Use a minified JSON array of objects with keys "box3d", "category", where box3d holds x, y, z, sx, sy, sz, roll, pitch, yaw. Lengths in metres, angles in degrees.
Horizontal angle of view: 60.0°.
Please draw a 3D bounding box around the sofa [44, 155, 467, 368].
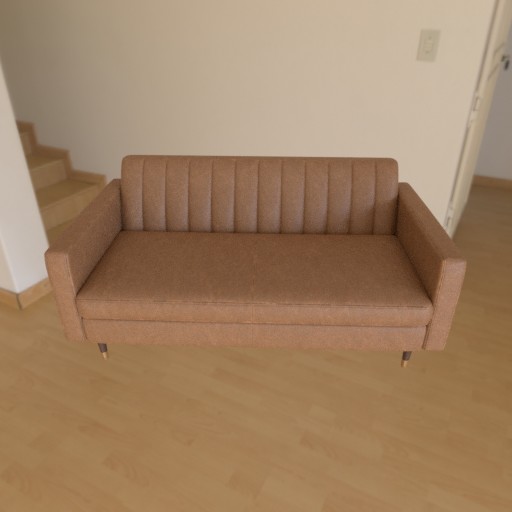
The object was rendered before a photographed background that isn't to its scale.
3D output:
[{"box3d":[0.000,0.000,2.398,1.847,0.821,0.993,1,30,2],"category":"sofa"}]
